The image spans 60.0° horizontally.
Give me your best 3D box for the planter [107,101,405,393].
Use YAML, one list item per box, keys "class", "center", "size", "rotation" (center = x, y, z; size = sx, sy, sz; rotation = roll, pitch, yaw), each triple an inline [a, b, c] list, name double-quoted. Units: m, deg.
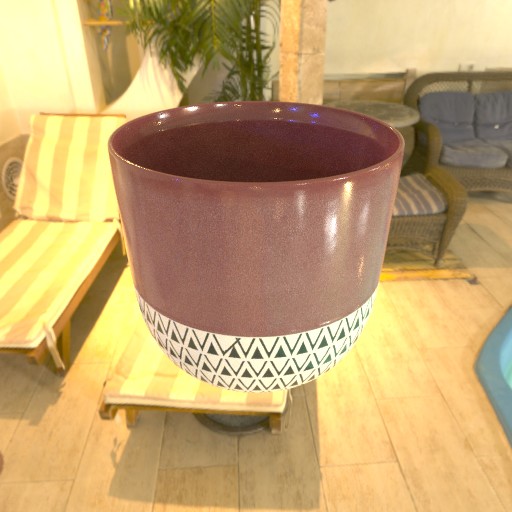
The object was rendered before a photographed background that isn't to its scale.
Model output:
- class: "planter"
  center: [0.000, 0.000, 0.479]
  size: [0.266, 0.270, 0.266]
  rotation: [0, 31, 0]
